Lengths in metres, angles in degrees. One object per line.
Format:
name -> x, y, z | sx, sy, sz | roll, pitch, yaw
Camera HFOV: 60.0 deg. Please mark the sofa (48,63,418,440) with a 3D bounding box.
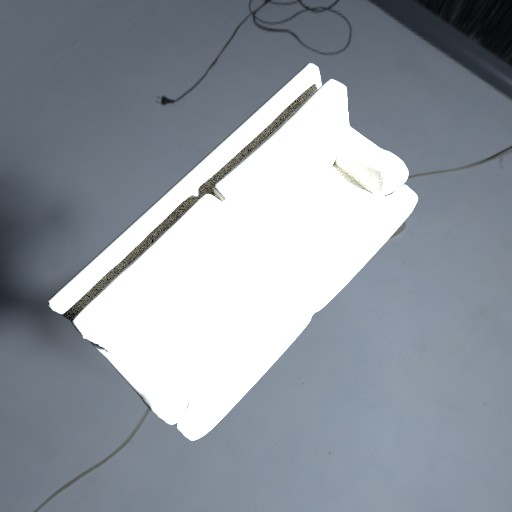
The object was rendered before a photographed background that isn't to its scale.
sofa -> 0.000, 0.000, 2.857 | 1.086, 1.087, 2.159 | 43, 79, 11
